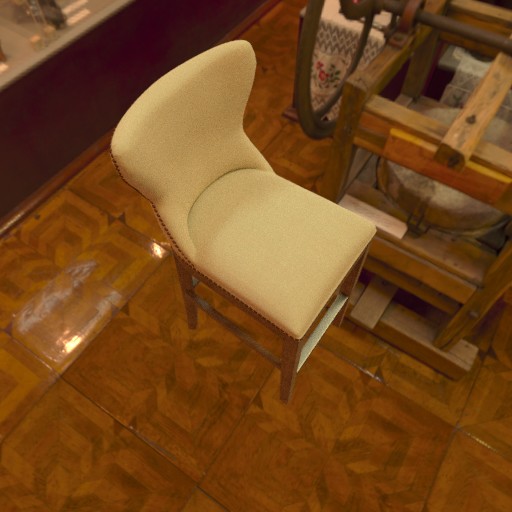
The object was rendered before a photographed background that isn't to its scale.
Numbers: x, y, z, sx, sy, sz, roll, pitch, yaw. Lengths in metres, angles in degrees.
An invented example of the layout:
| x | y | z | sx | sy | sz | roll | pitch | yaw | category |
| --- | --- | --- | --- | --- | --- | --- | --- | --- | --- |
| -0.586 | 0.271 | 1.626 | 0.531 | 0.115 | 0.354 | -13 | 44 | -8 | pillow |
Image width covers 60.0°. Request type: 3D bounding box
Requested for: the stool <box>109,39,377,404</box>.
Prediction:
| x | y | z | sx | sy | sz | roll | pitch | yaw | category |
| --- | --- | --- | --- | --- | --- | --- | --- | --- | --- |
| 0.000 | 0.000 | 1.444 | 0.606 | 1.123 | 0.494 | 32 | 64 | 18 | stool |
